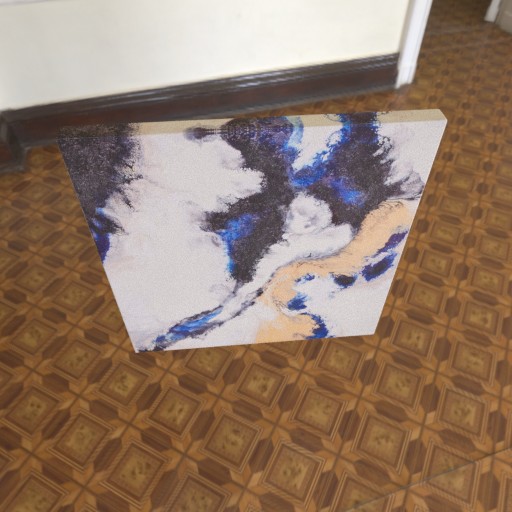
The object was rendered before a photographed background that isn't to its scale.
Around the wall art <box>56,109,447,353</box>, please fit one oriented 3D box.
[{"bbox_3d":[0.000,0.000,0.917,0.609,0.609,0.039,-4,47,-4],"label":"wall art"}]
